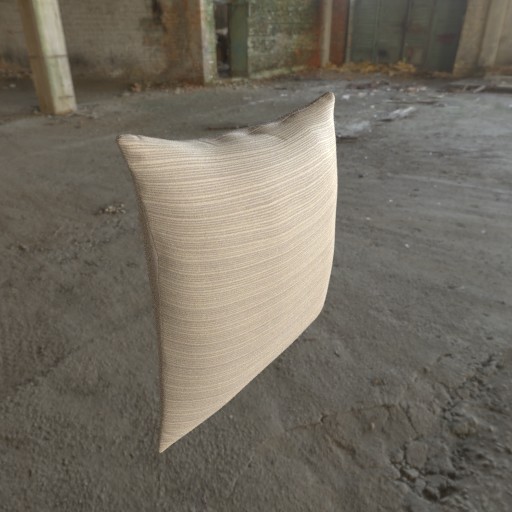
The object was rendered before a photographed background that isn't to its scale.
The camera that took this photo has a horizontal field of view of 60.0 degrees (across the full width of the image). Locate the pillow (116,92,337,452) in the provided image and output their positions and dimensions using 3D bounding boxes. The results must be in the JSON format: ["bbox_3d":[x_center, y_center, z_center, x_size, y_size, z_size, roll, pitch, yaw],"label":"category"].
[{"bbox_3d":[0.000,0.000,0.770,0.204,0.497,0.512,18,32,31],"label":"pillow"}]
